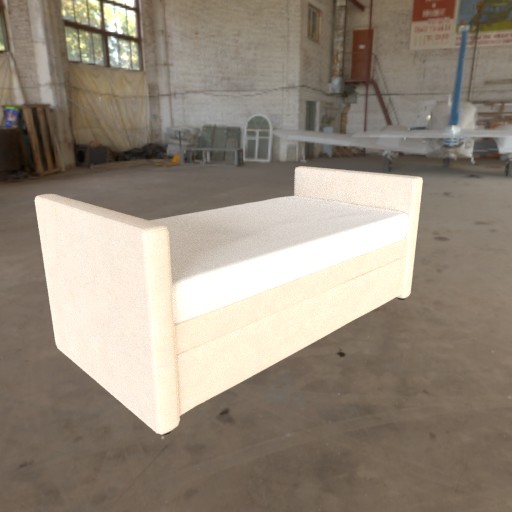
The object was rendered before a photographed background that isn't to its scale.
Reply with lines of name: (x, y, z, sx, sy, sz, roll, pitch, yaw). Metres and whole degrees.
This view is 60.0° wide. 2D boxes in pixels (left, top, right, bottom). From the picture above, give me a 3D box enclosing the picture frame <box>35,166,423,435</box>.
picture frame: (0.000, 0.000, 2.764, 1.069, 0.891, 2.161, 16, 23, 43)
